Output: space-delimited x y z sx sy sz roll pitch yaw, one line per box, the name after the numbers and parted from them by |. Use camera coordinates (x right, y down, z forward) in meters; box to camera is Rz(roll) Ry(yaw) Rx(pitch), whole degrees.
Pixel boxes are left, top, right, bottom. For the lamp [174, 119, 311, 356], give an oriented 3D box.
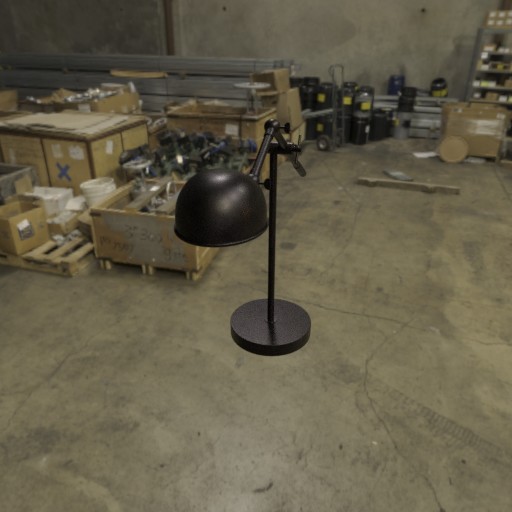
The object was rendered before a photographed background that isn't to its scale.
0.000 0.000 0.829 0.185 0.495 0.567 8 28 16 | lamp
